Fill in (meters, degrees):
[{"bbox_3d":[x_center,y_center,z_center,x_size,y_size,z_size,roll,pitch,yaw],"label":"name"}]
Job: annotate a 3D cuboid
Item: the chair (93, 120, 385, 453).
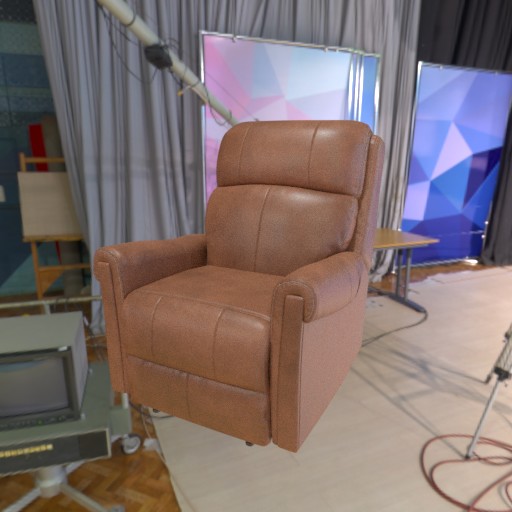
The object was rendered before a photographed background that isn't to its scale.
[{"bbox_3d":[0.000,0.000,1.771,0.838,1.054,1.014,8,17,27],"label":"chair"}]
